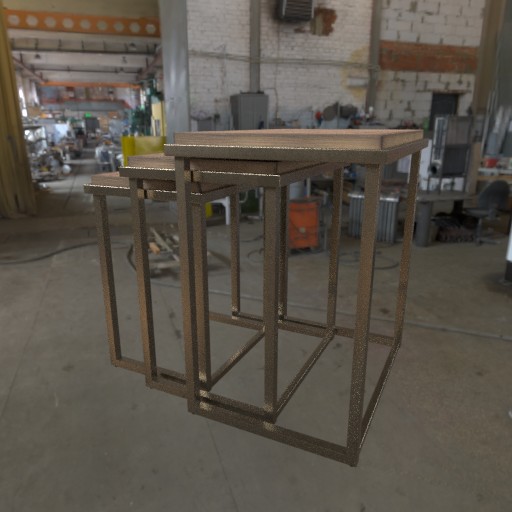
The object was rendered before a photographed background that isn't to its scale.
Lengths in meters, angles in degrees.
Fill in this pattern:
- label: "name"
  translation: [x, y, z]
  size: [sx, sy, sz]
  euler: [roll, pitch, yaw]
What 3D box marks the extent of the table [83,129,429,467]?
- label: "table"
  translation: [0.000, 0.000, 1.118]
  size: [0.706, 0.610, 0.559]
  euler: [8, 19, 25]
